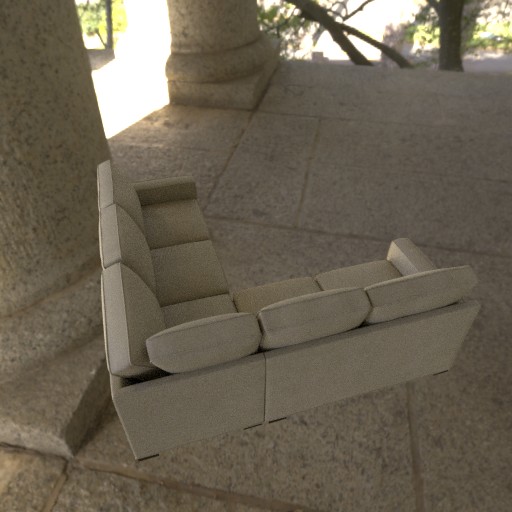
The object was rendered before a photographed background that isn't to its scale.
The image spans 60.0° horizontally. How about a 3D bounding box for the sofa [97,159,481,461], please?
[{"bbox_3d":[0.000,0.000,3.366,2.188,0.936,2.211,-12,42,-13],"label":"sofa"}]
